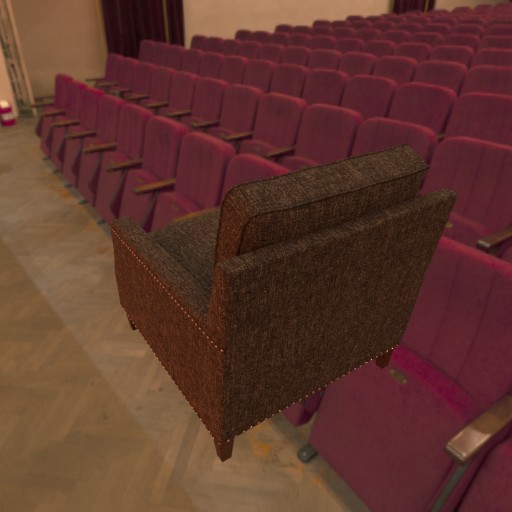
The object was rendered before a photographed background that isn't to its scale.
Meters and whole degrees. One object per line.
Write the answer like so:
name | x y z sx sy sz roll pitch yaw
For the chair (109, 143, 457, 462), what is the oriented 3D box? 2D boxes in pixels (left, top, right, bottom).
chair | 0.000 0.000 1.701 0.853 0.943 1.014 -19 35 -29
